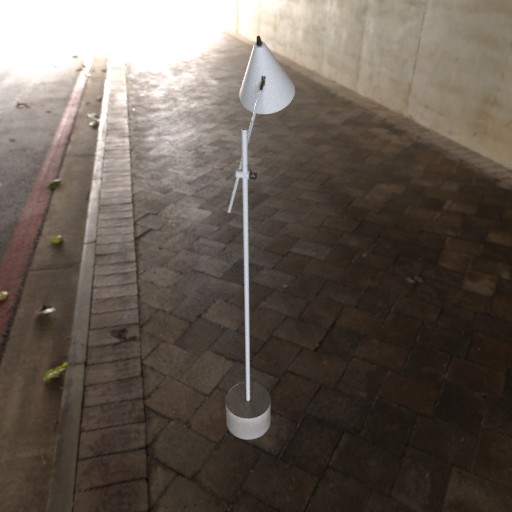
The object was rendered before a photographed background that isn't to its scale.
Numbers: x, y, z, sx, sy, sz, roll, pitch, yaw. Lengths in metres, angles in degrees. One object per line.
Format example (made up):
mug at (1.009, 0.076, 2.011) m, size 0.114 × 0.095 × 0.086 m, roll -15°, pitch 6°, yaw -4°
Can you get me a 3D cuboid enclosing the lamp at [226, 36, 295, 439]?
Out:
lamp at (0.000, 0.000, 1.614) m, size 0.223 × 1.430 × 0.508 m, roll 10°, pitch 34°, yaw 15°
